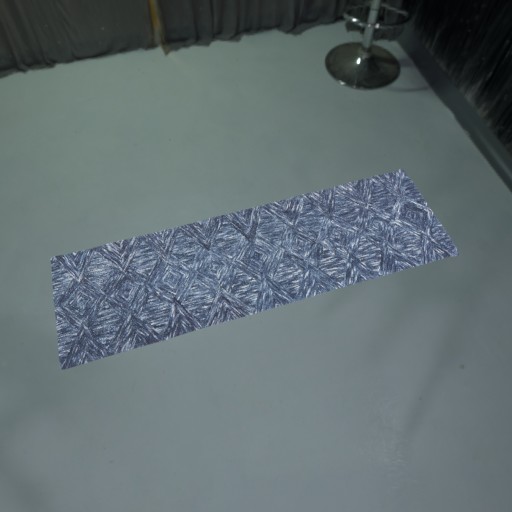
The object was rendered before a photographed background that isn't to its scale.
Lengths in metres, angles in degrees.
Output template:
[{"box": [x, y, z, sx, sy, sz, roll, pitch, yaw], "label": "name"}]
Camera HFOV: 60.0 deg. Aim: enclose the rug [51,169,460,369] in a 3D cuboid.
[{"box": [0.000, 0.000, 2.602, 2.306, 0.013, 0.719, -15, 59, -9], "label": "rug"}]
